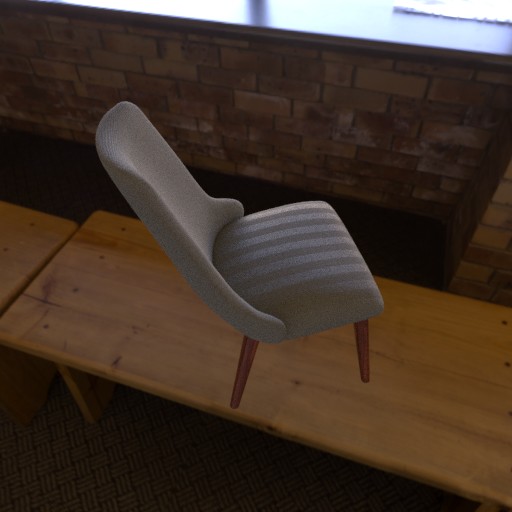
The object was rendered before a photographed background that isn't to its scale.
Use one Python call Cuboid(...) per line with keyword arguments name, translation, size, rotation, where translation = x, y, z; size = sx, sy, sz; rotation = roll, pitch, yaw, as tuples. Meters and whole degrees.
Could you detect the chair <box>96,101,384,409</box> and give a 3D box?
Cuboid(name="chair", translation=(0.000, 0.000, 1.332), size=(0.707, 0.918, 0.535), rotation=(-9, 47, -9))
